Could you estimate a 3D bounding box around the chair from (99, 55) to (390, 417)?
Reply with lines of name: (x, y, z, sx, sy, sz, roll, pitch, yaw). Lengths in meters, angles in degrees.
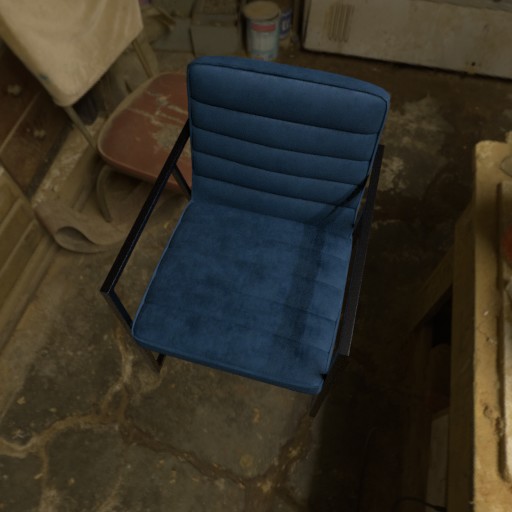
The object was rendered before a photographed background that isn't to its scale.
chair: (0.000, 0.000, 1.292, 0.571, 0.833, 0.677, 13, 60, 8)
